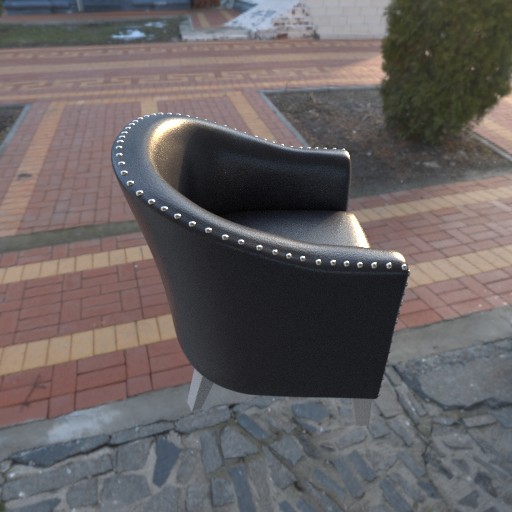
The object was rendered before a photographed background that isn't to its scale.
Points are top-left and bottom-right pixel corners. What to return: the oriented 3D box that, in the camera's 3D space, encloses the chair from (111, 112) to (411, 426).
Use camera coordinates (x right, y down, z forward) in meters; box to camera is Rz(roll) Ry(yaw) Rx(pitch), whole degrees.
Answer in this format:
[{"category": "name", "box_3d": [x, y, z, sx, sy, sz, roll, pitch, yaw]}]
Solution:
[{"category": "chair", "box_3d": [0.000, 0.000, 1.427, 0.748, 0.823, 0.794, 0, 33, -1]}]
